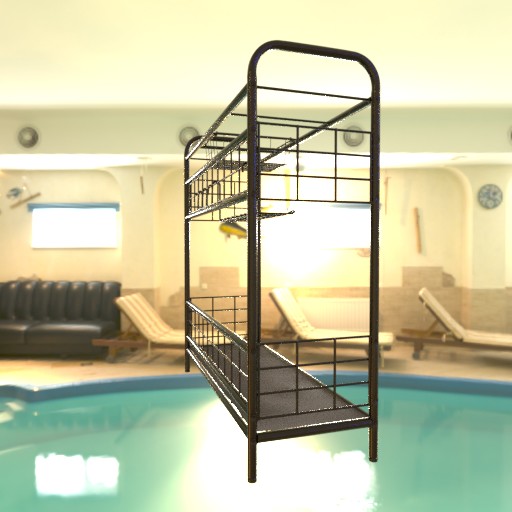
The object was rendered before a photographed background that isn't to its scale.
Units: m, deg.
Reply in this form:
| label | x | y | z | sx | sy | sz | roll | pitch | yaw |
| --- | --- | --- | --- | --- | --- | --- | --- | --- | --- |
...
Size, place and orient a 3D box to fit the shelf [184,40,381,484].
| label | x | y | z | sx | sy | sz | roll | pitch | yaw |
| --- | --- | --- | --- | --- | --- | --- | --- | --- | --- |
| shelf | 0.000 | 0.000 | 1.516 | 0.350 | 1.026 | 0.961 | 0 | 2 | -18 |
